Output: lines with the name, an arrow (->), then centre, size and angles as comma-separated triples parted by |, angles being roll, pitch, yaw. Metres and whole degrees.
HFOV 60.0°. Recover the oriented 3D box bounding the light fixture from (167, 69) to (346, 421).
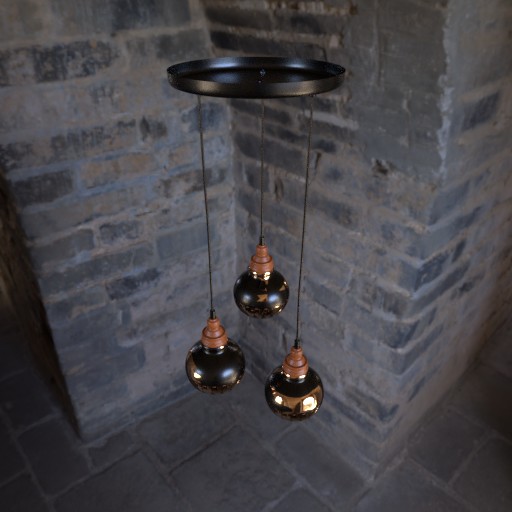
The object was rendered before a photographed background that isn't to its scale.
light fixture -> 0.000, 0.000, 1.780 | 0.608, 1.410, 0.605 | 1, 31, 1
